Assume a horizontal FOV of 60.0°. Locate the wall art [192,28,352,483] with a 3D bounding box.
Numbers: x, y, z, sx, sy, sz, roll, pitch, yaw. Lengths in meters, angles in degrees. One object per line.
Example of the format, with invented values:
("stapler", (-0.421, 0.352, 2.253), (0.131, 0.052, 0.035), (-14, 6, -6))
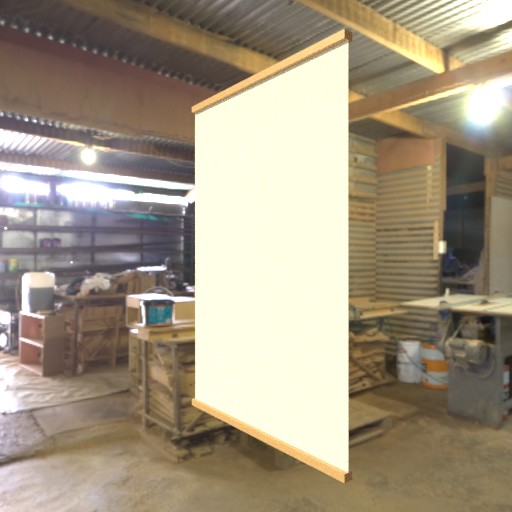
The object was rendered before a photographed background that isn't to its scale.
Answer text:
("wall art", (0.000, 0.000, 1.872), (0.040, 1.510, 0.991), (0, 0, -39))
